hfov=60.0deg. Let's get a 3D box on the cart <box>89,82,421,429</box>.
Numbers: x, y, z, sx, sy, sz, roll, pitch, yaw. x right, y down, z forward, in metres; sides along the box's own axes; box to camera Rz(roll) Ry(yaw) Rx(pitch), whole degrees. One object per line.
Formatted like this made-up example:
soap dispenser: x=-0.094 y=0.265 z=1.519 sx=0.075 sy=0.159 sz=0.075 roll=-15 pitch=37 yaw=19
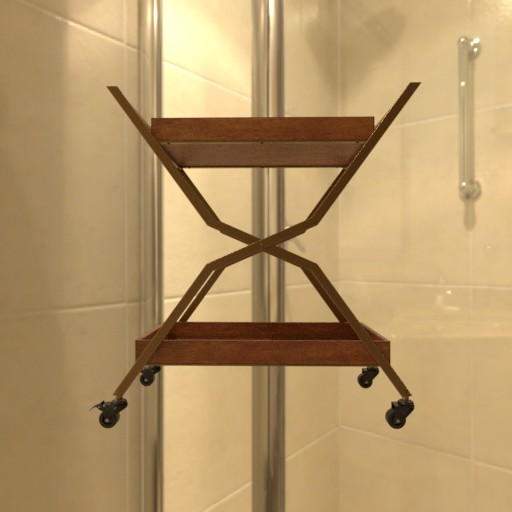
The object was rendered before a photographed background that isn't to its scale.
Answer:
cart: x=0.000 y=0.000 z=1.303 sx=0.836 sy=0.869 sz=0.405 roll=0 pitch=0 yaw=1
